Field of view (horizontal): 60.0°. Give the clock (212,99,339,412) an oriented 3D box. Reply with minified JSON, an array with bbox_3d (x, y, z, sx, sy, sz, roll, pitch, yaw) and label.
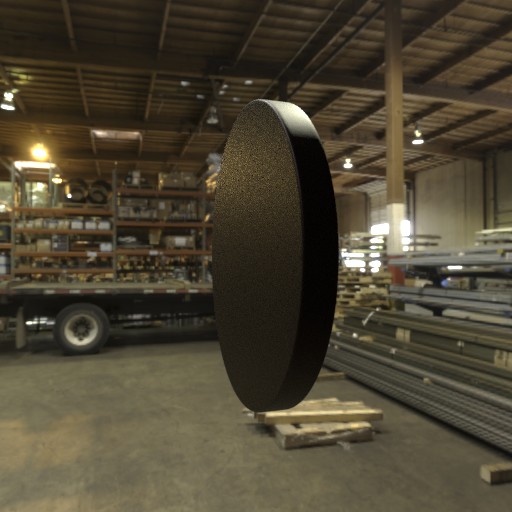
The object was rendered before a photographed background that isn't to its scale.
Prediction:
[{"bbox_3d":[0.000,0.000,0.472,0.029,0.314,0.314,0,-1,-18],"label":"clock"}]
